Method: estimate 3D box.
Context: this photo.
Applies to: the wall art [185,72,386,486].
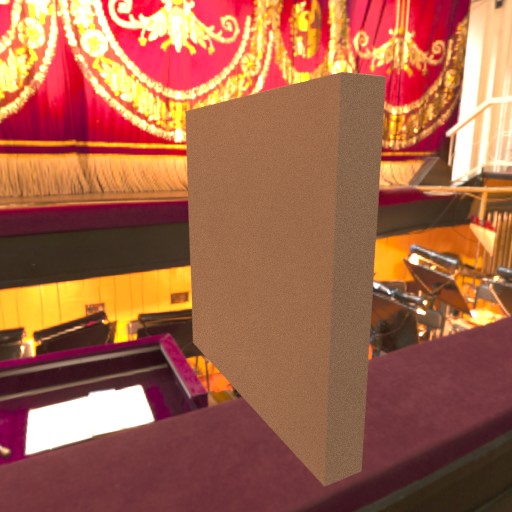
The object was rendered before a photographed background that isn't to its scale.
[{"bbox_3d":[0.000,0.000,0.453,0.038,0.305,0.305,-7,15,-27],"label":"wall art"}]
